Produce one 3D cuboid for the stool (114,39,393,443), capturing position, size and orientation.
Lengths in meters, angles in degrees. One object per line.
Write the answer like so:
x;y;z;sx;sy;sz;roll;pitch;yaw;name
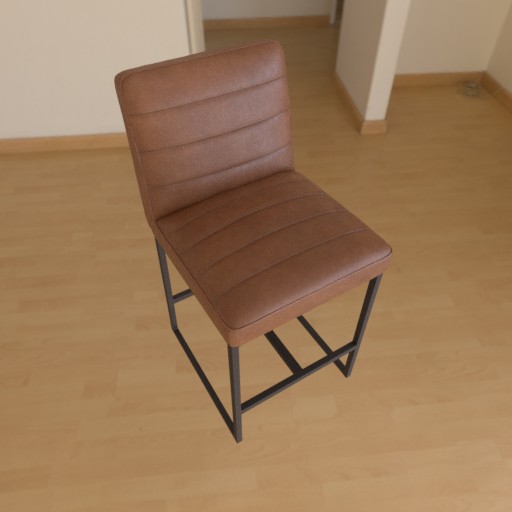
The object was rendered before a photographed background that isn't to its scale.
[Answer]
0.000;0.000;1.229;0.458;0.940;0.556;-23;50;-21;stool
